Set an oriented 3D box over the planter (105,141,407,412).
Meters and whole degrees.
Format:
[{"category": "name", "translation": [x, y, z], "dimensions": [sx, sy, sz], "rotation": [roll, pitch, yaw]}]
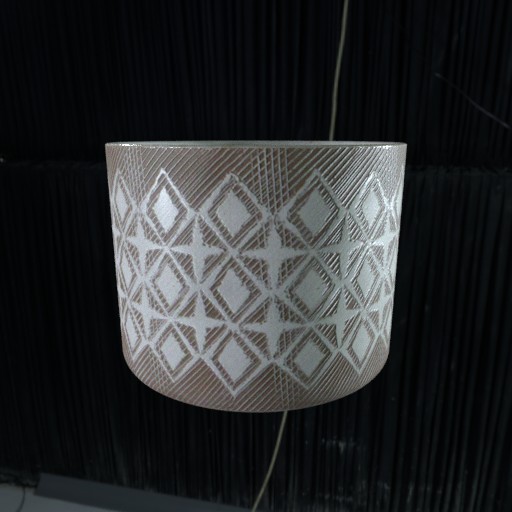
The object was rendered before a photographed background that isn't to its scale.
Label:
[{"category": "planter", "translation": [0.000, 0.000, 0.209], "dimensions": [0.126, 0.104, 0.126], "rotation": [0, 15, 0]}]
